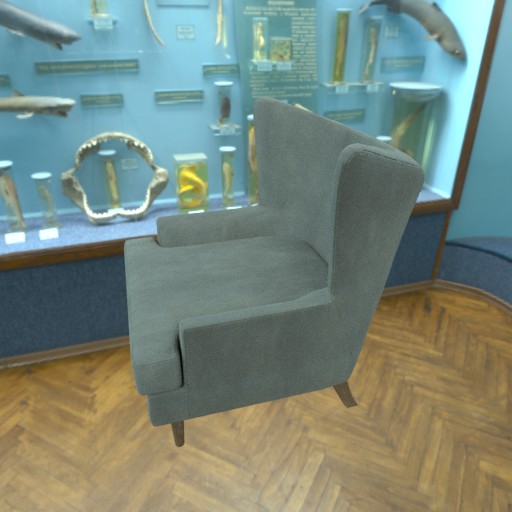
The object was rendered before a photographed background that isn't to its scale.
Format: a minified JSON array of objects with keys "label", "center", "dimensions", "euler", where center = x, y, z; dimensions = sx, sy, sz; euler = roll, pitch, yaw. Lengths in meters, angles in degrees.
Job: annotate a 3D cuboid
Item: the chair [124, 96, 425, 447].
[{"label":"chair","center":[0.000,0.000,1.566],"dimensions":[0.906,0.950,0.784],"euler":[-8,30,-14]}]
